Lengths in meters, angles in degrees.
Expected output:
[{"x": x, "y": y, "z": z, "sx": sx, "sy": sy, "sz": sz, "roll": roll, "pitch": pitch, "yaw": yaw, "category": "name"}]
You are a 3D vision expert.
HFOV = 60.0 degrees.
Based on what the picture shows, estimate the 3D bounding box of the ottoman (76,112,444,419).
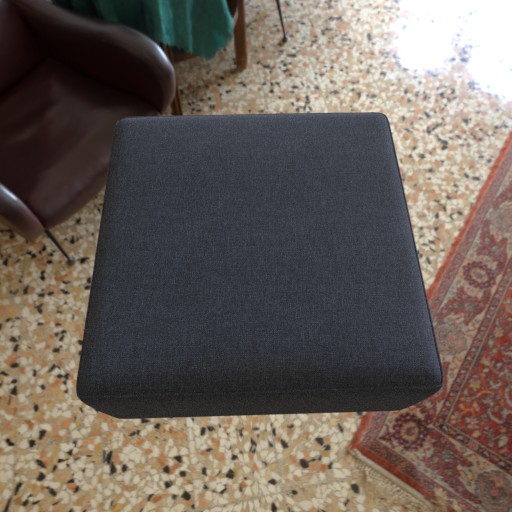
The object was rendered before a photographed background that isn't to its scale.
[{"x": 0.000, "y": 0.000, "z": 1.522, "sx": 1.000, "sy": 0.439, "sz": 1.000, "roll": -1, "pitch": 63, "yaw": -1, "category": "ottoman"}]
